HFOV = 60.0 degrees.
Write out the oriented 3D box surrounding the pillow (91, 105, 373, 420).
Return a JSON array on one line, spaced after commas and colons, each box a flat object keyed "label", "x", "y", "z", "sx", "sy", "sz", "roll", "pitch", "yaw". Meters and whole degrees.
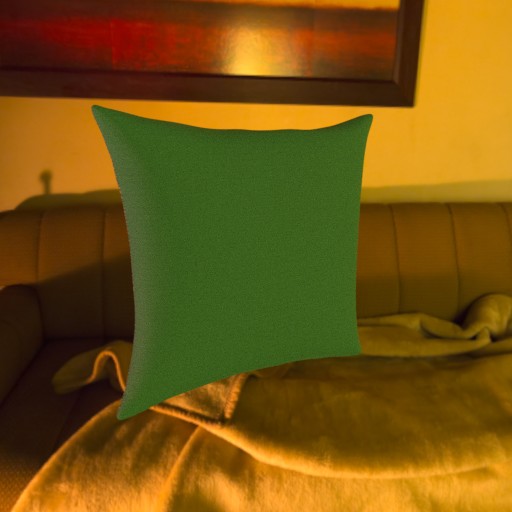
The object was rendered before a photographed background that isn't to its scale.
[{"label": "pillow", "x": 0.000, "y": 0.000, "z": 0.785, "sx": 0.514, "sy": 0.497, "sz": 0.150, "roll": -7, "pitch": 15, "yaw": -27}]
